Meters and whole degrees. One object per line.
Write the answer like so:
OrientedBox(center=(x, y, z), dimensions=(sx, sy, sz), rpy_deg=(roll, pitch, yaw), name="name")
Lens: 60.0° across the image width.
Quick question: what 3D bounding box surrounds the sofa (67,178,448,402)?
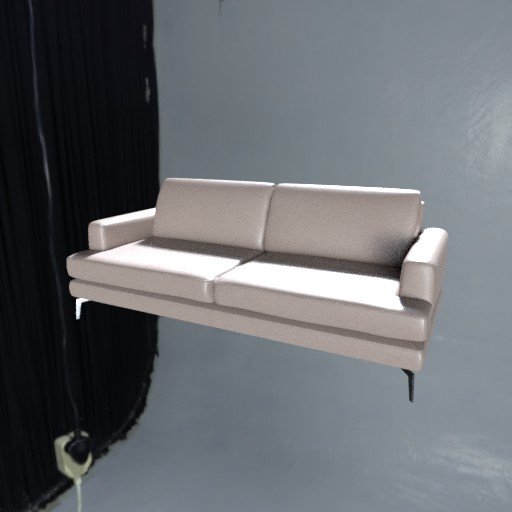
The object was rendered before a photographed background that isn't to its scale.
OrientedBox(center=(0.000, 0.000, 2.486), dimensions=(1.940, 0.765, 0.974), rpy_deg=(7, 17, 26), name="sofa")
